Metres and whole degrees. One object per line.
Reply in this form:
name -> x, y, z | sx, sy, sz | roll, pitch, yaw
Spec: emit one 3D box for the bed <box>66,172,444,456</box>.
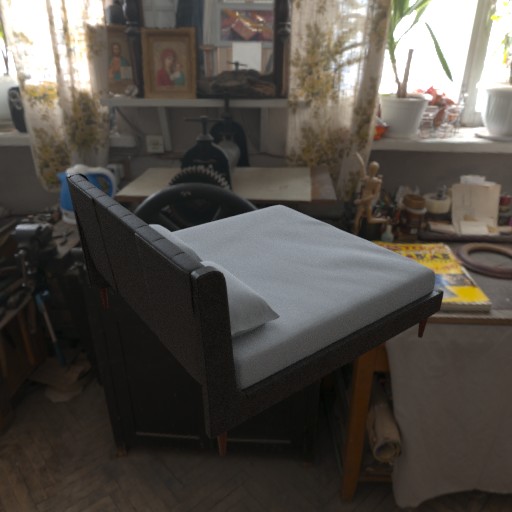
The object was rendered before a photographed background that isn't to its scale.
bed -> 0.000, 0.000, 3.290 | 2.031, 1.158, 1.903 | -18, 31, -32
